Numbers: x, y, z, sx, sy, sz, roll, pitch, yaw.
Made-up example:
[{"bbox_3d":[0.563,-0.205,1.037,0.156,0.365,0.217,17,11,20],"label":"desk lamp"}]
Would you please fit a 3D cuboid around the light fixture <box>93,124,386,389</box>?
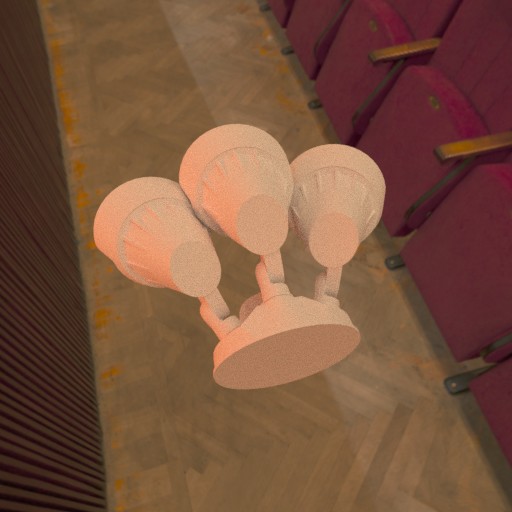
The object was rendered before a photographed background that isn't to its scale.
[{"bbox_3d":[0.000,0.000,0.547,0.369,0.237,0.278,-12,57,-8],"label":"light fixture"}]
